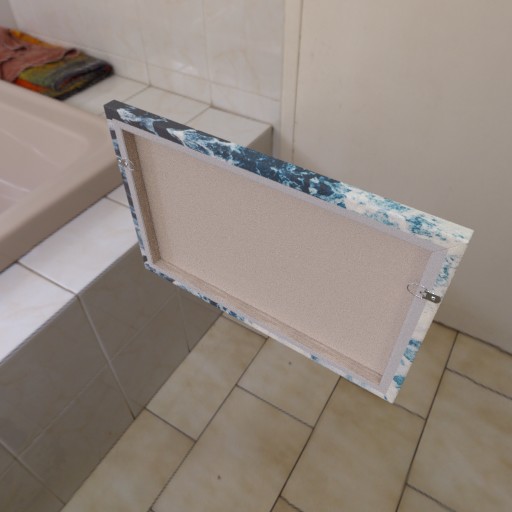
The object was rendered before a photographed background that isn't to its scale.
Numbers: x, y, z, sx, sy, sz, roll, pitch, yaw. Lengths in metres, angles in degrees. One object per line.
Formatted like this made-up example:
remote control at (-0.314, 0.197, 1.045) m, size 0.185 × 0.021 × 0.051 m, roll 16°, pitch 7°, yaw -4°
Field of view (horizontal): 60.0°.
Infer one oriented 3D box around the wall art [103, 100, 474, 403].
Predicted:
wall art at (0.000, 0.000, 1.176) m, size 0.915 × 0.610 × 0.042 m, roll 25°, pitch 51°, yaw 23°
